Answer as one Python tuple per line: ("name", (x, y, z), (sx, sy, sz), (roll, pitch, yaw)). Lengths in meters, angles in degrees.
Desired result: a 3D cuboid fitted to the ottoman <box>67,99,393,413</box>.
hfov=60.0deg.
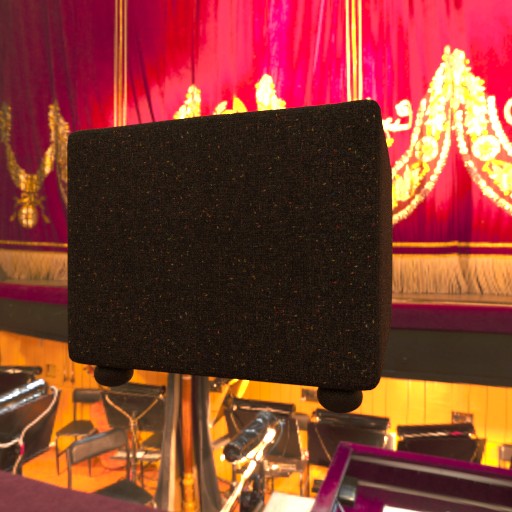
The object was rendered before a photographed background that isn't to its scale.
("ottoman", (0.000, 0.000, 0.871), (0.508, 0.432, 0.508), (0, 0, 19))
